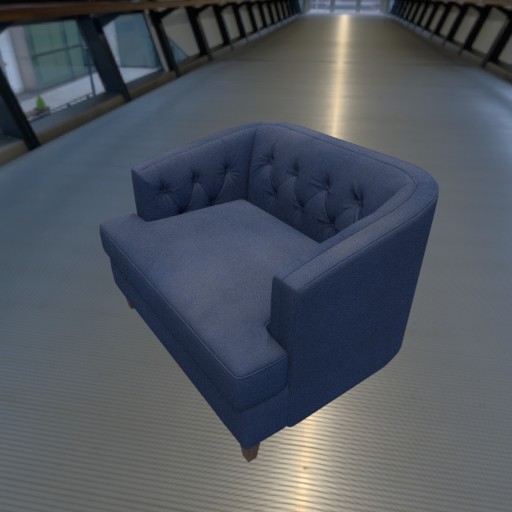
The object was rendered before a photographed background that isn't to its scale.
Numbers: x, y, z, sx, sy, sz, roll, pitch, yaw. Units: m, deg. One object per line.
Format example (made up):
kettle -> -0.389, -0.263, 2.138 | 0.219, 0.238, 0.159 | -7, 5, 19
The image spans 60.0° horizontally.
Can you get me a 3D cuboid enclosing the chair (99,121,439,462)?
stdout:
chair -> 0.000, 0.000, 1.786 | 0.914, 0.787, 1.118 | -21, 37, -30
